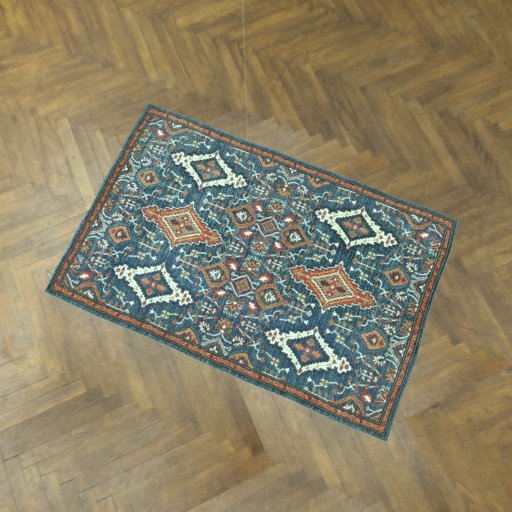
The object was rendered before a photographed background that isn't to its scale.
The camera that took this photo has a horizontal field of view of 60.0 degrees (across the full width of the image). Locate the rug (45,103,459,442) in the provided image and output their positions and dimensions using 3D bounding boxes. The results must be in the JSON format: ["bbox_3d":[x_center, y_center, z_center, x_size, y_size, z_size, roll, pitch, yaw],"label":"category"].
[{"bbox_3d":[0.000,0.000,2.300,1.847,0.014,1.195,22,77,6],"label":"rug"}]
